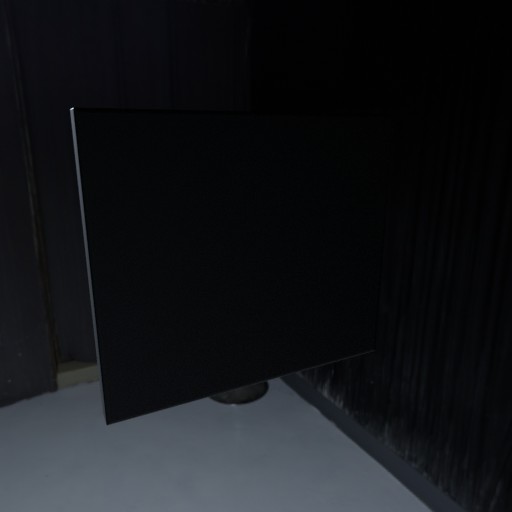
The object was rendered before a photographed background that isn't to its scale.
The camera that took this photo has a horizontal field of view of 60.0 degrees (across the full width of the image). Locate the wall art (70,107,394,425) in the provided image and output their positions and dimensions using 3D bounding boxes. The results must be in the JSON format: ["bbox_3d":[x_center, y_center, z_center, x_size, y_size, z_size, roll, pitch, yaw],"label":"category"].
[{"bbox_3d":[0.000,0.000,0.535,0.380,0.330,0.028,-8,17,-26],"label":"wall art"}]
